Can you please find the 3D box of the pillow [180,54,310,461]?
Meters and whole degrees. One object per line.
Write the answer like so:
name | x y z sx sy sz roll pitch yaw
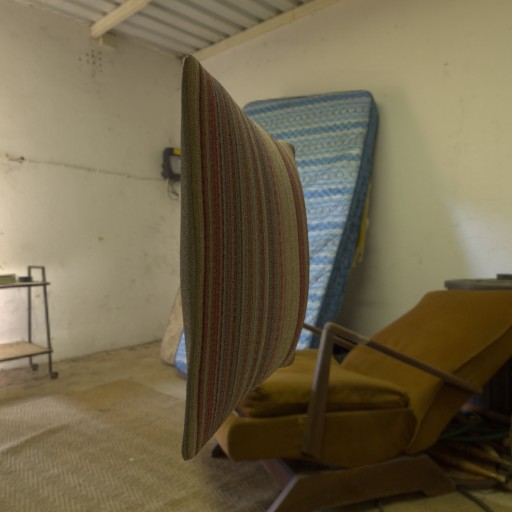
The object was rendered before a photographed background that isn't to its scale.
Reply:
pillow | 0.000 0.000 0.650 0.136 0.419 0.437 0 1 19
